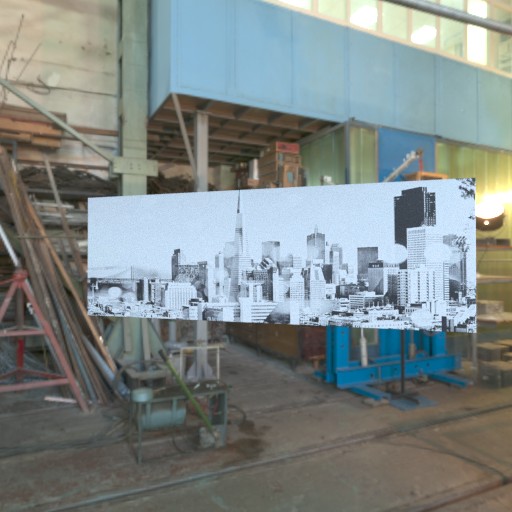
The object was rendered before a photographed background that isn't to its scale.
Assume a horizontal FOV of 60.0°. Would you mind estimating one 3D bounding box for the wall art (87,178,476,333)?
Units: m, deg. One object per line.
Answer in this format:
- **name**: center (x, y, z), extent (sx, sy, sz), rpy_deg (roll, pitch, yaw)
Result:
- **wall art**: center (0.000, 0.000, 1.698), extent (1.520, 0.507, 0.039), rpy_deg (0, -1, 18)
